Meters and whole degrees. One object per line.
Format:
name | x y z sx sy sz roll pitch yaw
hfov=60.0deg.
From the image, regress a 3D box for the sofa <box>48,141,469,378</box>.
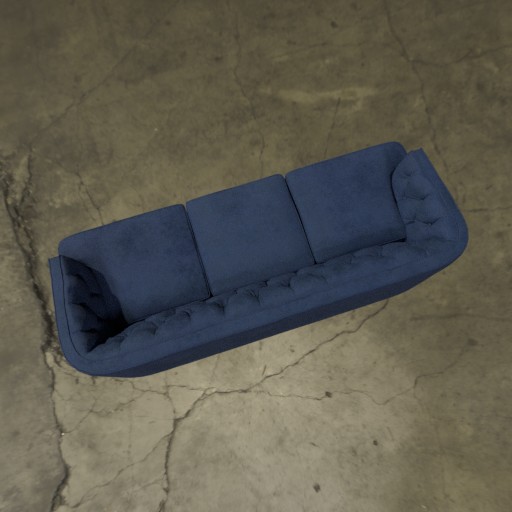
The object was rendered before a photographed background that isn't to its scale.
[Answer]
sofa | 0.000 0.000 2.711 2.278 0.855 0.941 -17 75 -5
